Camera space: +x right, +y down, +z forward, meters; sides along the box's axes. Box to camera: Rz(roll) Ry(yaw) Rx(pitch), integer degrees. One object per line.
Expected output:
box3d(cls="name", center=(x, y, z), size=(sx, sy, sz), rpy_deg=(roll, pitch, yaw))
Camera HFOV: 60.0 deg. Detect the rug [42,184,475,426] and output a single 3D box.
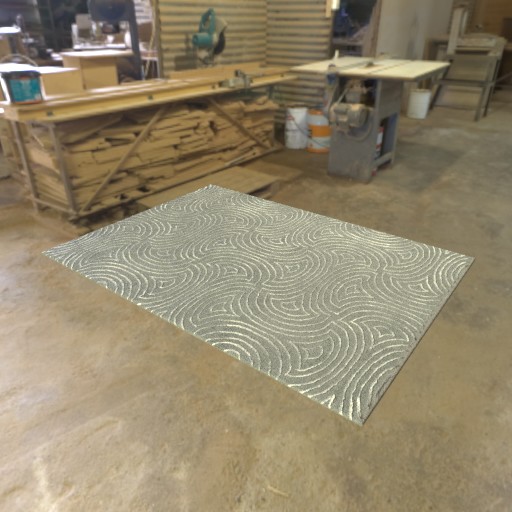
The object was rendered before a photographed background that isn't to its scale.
box3d(cls="rug", center=(0.000, 0.000, 2.697), size=(2.144, 0.015, 1.543), rpy_deg=(20, 35, 32))
